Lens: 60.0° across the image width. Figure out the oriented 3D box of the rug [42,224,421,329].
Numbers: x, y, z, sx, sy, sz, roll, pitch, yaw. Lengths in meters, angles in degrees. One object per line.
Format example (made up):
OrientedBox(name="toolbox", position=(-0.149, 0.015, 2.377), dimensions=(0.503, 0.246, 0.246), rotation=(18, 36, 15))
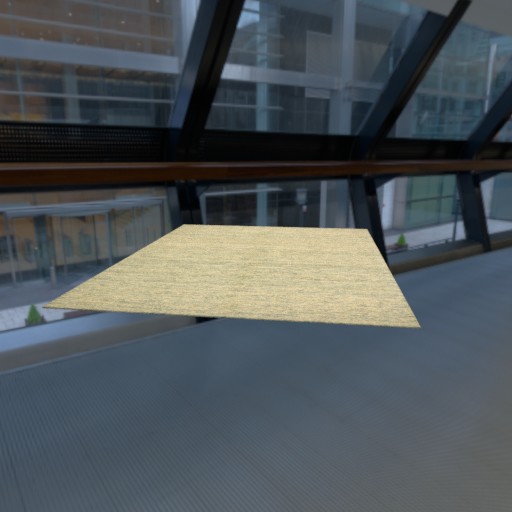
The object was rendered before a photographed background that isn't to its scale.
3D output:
OrientedBox(name="rug", position=(0.000, 0.000, 4.334), dimensions=(2.437, 0.014, 3.201), rotation=(2, 14, 8))
